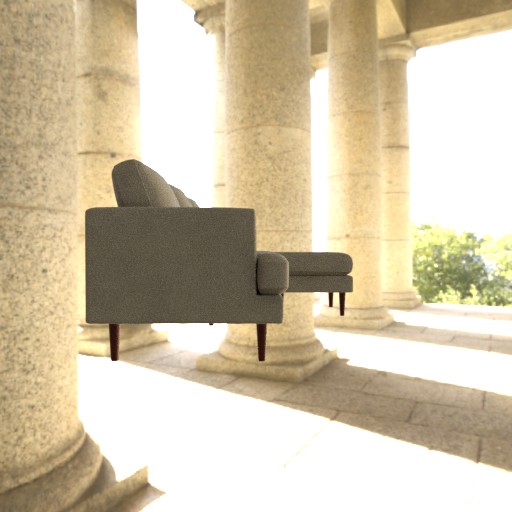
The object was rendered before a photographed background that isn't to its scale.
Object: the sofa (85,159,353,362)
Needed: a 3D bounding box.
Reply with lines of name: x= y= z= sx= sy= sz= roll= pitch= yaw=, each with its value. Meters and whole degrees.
sofa: x=0.000 y=0.000 z=3.039 sx=1.504 sy=0.956 sz=2.233 roll=0 pitch=1 yaw=0
